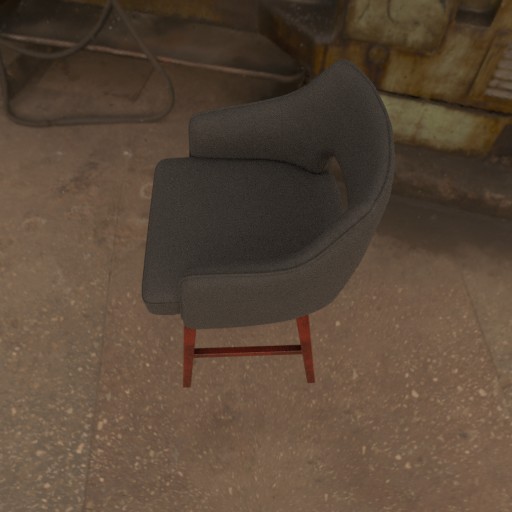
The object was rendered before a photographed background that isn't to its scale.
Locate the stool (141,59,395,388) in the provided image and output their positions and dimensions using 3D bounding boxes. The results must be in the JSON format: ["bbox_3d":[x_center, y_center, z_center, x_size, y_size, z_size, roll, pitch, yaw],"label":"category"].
[{"bbox_3d":[0.000,0.000,1.301,0.558,1.012,0.548,-2,58,-1],"label":"stool"}]
